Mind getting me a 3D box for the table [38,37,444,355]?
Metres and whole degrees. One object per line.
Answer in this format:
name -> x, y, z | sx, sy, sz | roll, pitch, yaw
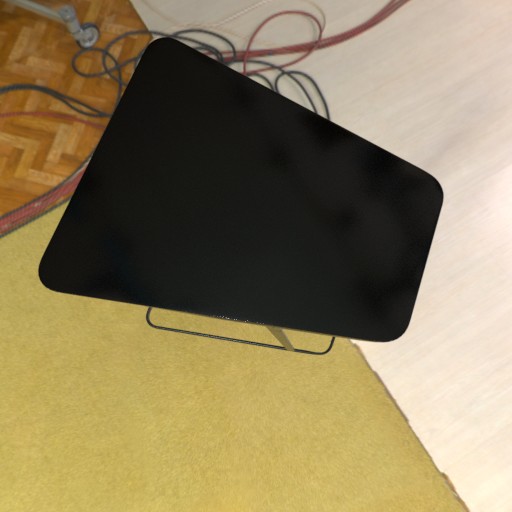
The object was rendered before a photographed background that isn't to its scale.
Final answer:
table -> 0.000, 0.000, 0.931 | 0.500, 0.624, 0.427 | 19, 77, 5
